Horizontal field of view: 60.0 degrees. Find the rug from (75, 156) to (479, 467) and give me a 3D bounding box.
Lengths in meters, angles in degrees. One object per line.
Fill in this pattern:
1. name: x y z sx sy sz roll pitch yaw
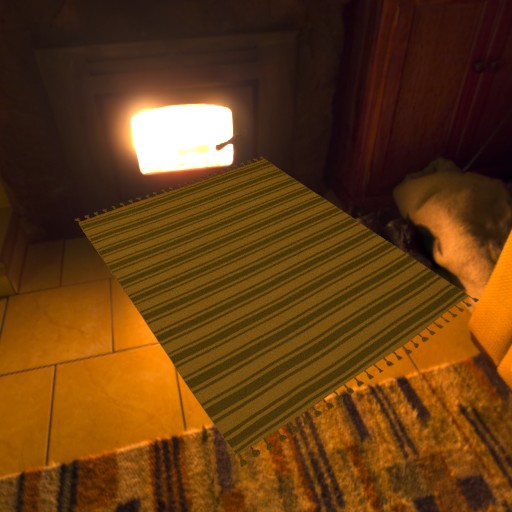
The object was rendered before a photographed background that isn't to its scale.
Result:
1. rug: 0.000 0.000 4.207 2.439 0.005 3.201 -24 46 -26
